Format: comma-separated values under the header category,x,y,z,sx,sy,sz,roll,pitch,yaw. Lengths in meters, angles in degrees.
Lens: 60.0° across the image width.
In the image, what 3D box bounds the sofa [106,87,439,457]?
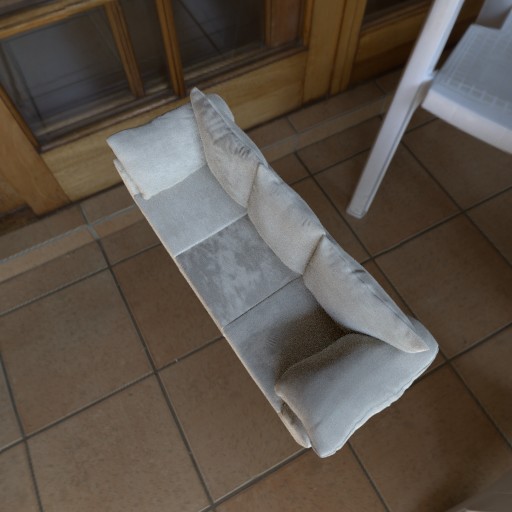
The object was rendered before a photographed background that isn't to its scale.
category,x,y,z,sx,sy,sz,roll,pitch,yaw
sofa,0.000,0.000,2.878,0.893,0.981,2.377,-31,67,-15
